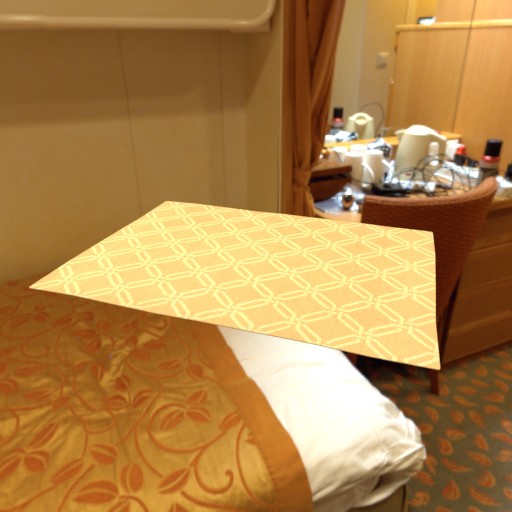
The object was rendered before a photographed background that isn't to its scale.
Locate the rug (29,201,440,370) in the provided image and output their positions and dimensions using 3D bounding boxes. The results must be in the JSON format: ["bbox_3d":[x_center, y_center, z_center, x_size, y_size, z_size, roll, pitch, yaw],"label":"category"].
[{"bbox_3d":[0.000,0.000,4.387,3.365,0.020,2.452,8,27,17],"label":"rug"}]
